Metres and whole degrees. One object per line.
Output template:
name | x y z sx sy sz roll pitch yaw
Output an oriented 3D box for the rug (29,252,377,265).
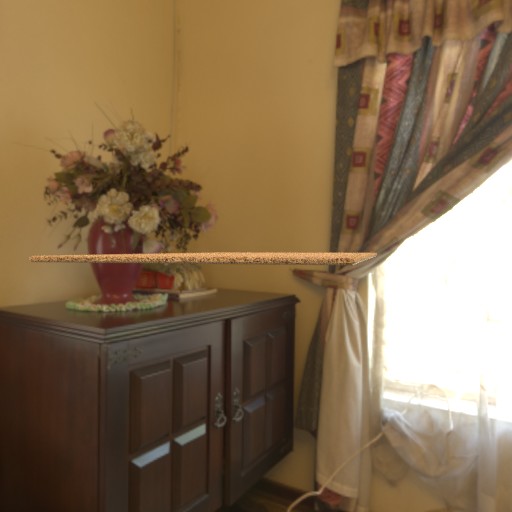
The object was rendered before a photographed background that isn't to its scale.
rug | 0.000 0.000 3.047 1.524 0.030 2.438 0 1 17
